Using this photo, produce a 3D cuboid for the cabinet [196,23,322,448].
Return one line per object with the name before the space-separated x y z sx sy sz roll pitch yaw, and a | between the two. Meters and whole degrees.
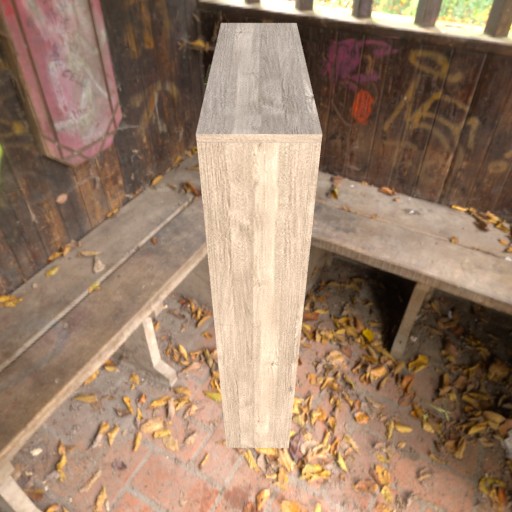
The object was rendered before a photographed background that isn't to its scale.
cabinet | 0.000 0.000 1.531 0.250 1.280 0.750 0 42 0
